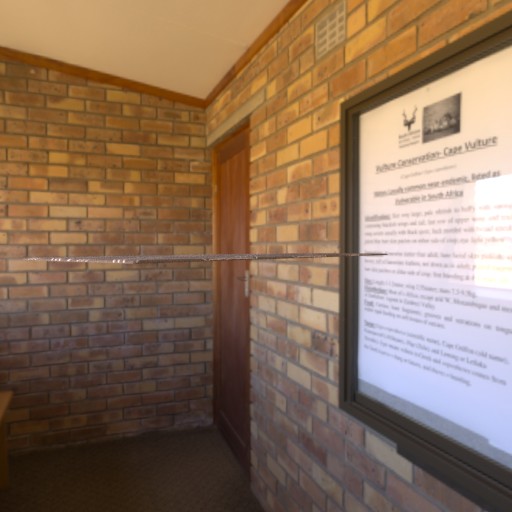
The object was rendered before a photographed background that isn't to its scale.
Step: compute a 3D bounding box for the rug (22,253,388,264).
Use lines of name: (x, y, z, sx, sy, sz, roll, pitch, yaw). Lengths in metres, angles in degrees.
rug: (0.000, 0.000, 2.730, 0.773, 0.012, 2.464, 1, 1, 36)
